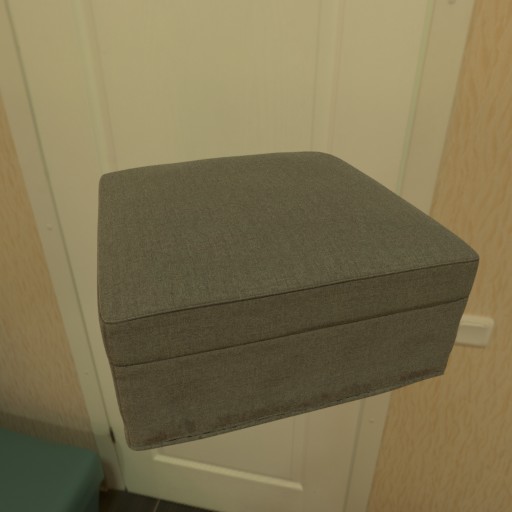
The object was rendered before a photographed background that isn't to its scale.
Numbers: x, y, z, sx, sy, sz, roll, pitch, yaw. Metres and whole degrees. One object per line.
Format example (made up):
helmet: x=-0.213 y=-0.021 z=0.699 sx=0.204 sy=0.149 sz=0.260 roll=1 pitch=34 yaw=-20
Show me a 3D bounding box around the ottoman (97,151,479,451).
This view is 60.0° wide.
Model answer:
ottoman: x=0.000 y=0.000 z=1.304 sx=0.843 sy=0.436 sz=0.840 roll=-9 pitch=31 yaw=-15
